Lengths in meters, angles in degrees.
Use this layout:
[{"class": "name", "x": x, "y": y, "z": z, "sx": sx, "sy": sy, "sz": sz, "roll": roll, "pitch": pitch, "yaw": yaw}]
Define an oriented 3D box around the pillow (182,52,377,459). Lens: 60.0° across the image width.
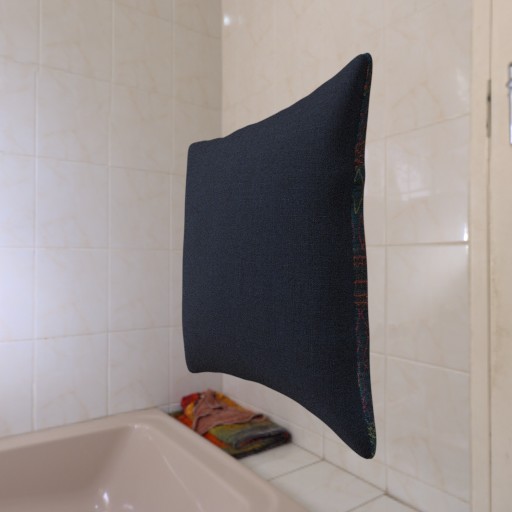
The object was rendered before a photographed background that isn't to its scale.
[{"class": "pillow", "x": 0.000, "y": 0.000, "z": 0.642, "sx": 0.141, "sy": 0.431, "sz": 0.431, "roll": 0, "pitch": -1, "yaw": -34}]
